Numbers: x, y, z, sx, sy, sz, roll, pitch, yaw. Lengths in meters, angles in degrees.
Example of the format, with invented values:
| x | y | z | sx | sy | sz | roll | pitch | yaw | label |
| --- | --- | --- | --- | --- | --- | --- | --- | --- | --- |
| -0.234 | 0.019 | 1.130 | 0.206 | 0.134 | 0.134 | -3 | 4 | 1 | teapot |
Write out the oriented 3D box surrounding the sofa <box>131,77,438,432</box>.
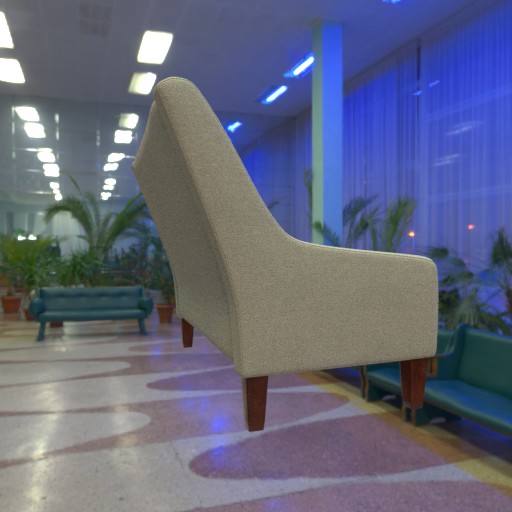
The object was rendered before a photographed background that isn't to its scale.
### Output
| x | y | z | sx | sy | sz | roll | pitch | yaw | label |
| --- | --- | --- | --- | --- | --- | --- | --- | --- | --- |
| 0.000 | 0.000 | 1.861 | 0.946 | 0.976 | 1.212 | 0 | 1 | -19 | sofa |
